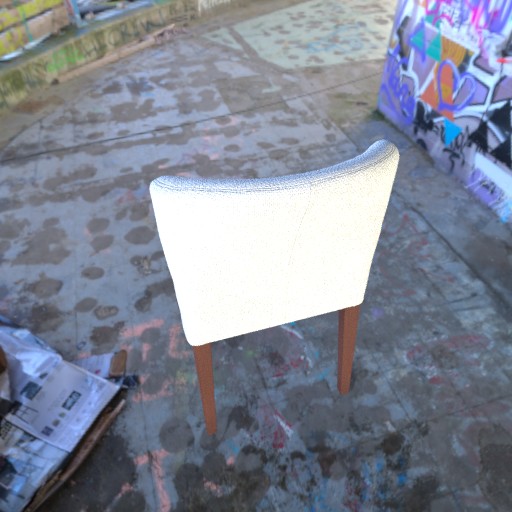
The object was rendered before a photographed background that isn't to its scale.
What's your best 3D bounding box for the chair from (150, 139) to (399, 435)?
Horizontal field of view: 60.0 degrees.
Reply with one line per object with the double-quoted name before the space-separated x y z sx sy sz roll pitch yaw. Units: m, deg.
"chair" 0.000 0.000 1.194 0.491 0.839 0.589 -12 44 -13
